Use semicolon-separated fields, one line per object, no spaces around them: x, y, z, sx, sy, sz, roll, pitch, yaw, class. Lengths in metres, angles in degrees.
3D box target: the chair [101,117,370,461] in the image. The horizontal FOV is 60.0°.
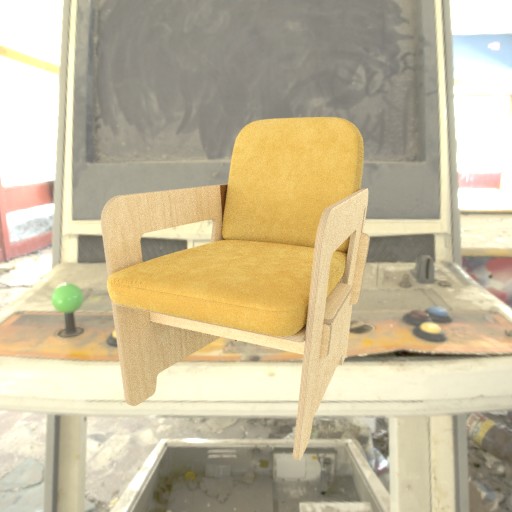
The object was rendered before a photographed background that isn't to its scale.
0.000;0.000;1.279;0.590;0.800;0.710;7;15;26;chair
